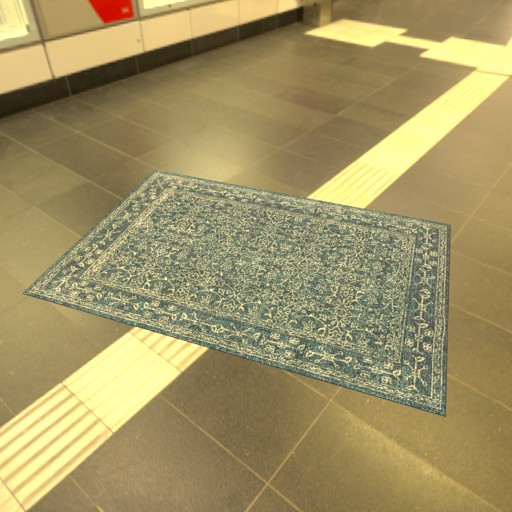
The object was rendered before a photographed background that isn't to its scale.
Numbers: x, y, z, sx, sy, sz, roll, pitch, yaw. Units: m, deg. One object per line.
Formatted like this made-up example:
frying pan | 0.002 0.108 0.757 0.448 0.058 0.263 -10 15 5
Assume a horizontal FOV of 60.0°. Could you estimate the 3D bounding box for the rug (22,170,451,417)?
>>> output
rug | 0.000 0.000 2.203 1.819 0.005 1.200 13 42 15
